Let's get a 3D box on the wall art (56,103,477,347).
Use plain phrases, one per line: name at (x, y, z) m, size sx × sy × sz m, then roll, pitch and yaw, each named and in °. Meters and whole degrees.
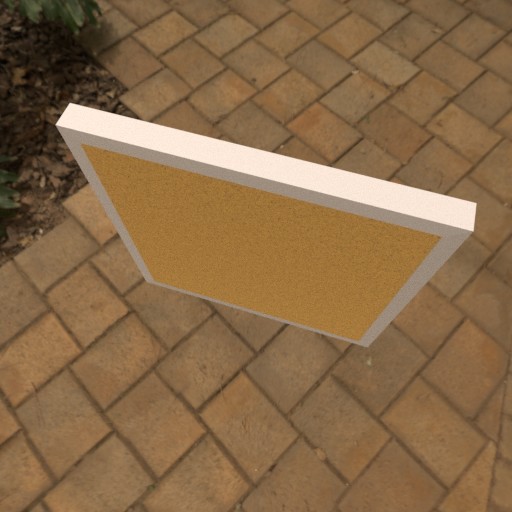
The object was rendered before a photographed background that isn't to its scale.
wall art at (0.000, 0.000, 1.910) m, size 1.289 × 1.291 × 0.098 m, roll 16°, pitch 65°, yaw 7°
